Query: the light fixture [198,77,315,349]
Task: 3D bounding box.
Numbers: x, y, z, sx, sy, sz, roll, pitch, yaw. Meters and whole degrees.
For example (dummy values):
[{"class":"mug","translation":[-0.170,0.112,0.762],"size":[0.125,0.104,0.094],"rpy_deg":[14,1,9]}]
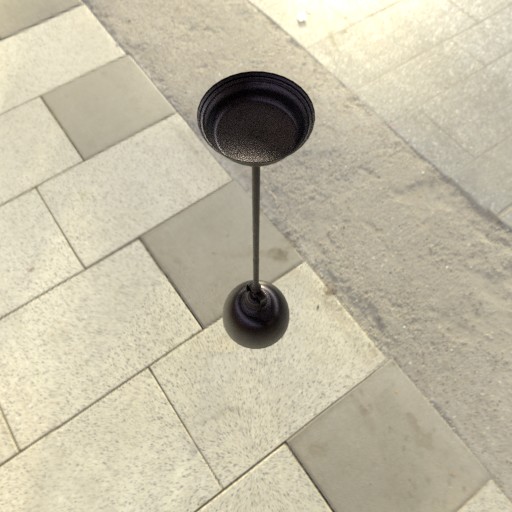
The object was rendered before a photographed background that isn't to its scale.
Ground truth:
[{"class":"light fixture","translation":[0.000,0.000,0.858],"size":[0.182,0.768,0.182],"rpy_deg":[-35,70,-15]}]
